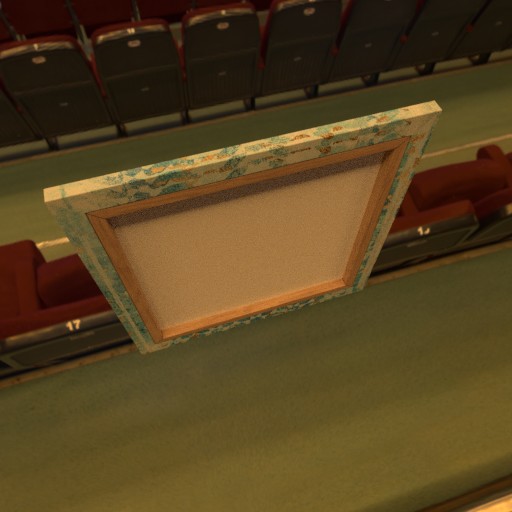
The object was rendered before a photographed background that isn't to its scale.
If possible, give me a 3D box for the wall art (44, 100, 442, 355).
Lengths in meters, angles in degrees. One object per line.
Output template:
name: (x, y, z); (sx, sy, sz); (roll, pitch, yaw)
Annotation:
wall art: (0.000, 0.000, 1.373); (0.916, 0.916, 0.040); (-15, 59, -9)
